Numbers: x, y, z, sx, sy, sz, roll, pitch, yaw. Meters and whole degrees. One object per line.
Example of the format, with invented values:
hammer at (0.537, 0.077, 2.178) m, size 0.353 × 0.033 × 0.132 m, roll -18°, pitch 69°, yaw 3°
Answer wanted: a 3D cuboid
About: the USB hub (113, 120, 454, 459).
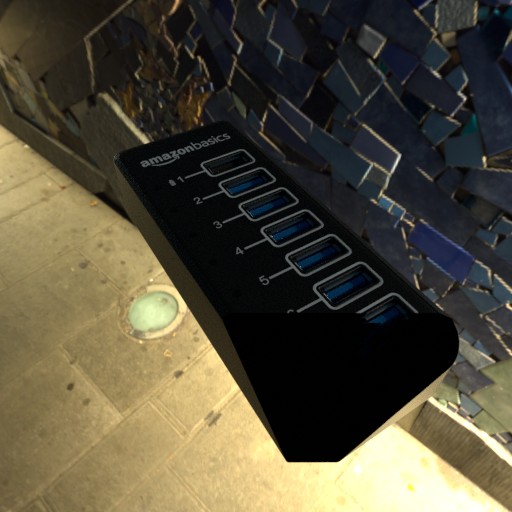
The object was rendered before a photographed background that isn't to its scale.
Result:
USB hub at (0.000, 0.000, 0.128) m, size 0.044 × 0.023 × 0.110 m, roll -24°, pitch 52°, yaw -21°
